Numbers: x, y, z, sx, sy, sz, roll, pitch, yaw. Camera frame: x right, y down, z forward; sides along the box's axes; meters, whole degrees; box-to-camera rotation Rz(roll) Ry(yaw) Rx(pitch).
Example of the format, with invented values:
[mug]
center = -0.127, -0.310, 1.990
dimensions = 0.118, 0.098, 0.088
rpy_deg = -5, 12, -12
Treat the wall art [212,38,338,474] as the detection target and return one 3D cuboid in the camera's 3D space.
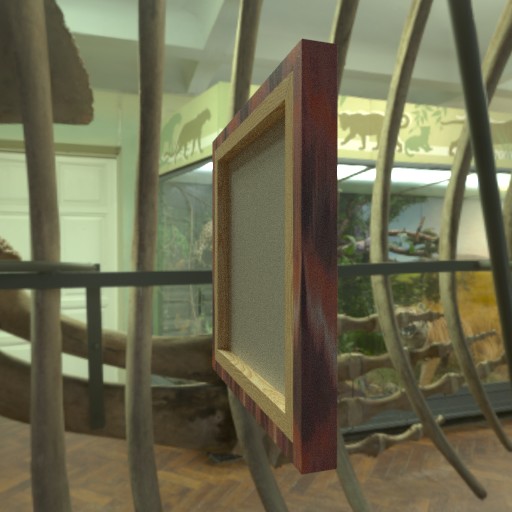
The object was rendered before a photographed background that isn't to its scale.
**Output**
[wall art]
center = 0.000, 0.000, 0.609
dimensions = 0.038, 0.406, 0.403
rpy_deg = 0, 0, -17
